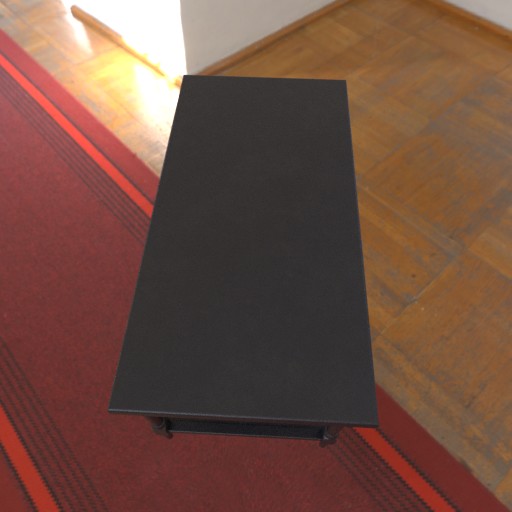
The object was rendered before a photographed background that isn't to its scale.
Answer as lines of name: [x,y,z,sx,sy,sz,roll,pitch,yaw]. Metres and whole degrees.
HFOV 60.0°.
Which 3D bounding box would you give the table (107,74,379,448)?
table: [0.000,0.000,1.403,0.550,0.510,1.107,2,57,2]
